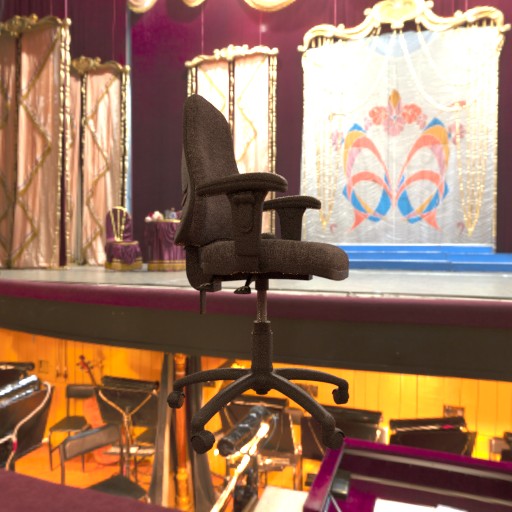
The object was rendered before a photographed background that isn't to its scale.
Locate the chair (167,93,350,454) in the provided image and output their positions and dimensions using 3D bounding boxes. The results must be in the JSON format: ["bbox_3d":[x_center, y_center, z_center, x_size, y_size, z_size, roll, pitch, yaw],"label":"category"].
[{"bbox_3d":[0.000,0.000,1.253,0.530,0.910,0.550,0,1,18],"label":"chair"}]
